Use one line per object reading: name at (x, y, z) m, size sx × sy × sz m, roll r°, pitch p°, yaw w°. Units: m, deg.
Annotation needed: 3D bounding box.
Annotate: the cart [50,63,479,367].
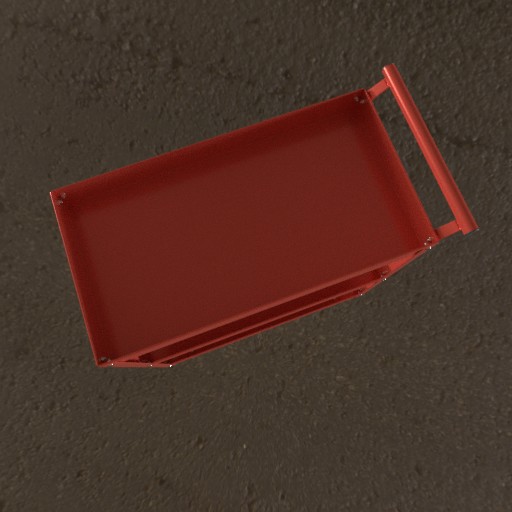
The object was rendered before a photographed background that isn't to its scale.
cart at (0.000, 0.000, 1.173) m, size 0.719 × 0.780 × 0.366 m, roll -20°, pitch 77°, yaw -5°
